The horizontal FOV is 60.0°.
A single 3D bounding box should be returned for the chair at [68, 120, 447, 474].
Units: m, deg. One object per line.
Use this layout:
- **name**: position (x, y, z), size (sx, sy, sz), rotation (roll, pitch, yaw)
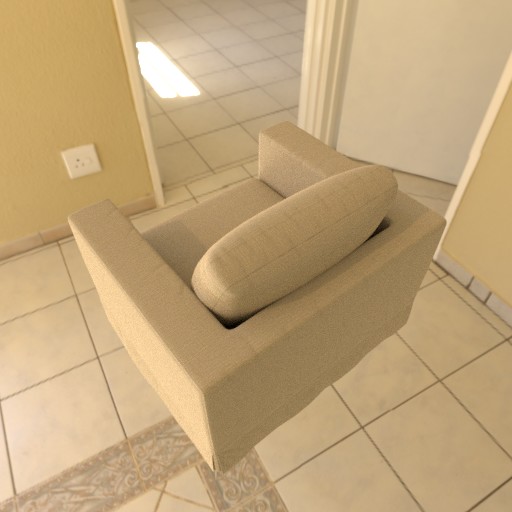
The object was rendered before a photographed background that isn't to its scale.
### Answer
- **chair**: position (0.000, 0.000, 1.819), size (1.150, 0.878, 0.957), rotation (-30, 54, -25)
